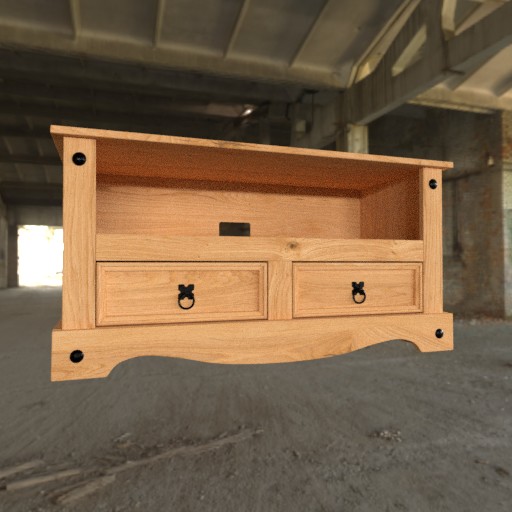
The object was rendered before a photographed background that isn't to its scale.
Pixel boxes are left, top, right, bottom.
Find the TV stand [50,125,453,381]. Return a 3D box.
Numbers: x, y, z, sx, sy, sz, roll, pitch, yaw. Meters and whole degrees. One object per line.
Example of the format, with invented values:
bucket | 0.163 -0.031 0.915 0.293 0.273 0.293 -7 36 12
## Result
TV stand | 0.000 0.000 1.323 1.080 0.550 0.440 0 -1 -19
